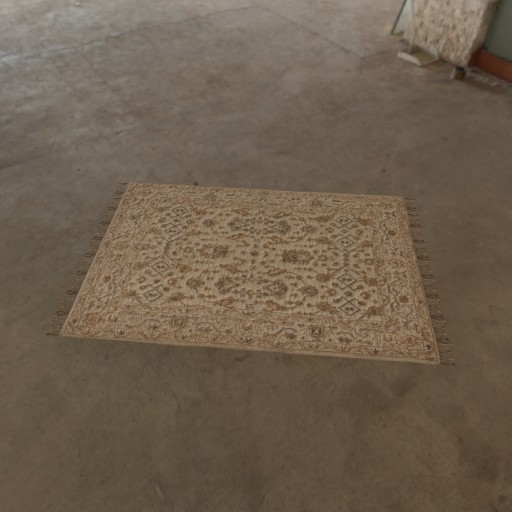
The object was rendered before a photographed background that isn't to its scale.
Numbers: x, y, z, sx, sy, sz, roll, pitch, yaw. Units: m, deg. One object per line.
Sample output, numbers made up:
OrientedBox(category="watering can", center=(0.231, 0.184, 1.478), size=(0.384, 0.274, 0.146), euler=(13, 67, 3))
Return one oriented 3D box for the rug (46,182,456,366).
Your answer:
OrientedBox(category="rug", center=(0.000, 0.000, 3.112), size=(2.434, 0.027, 1.529), euler=(4, 46, 3))
